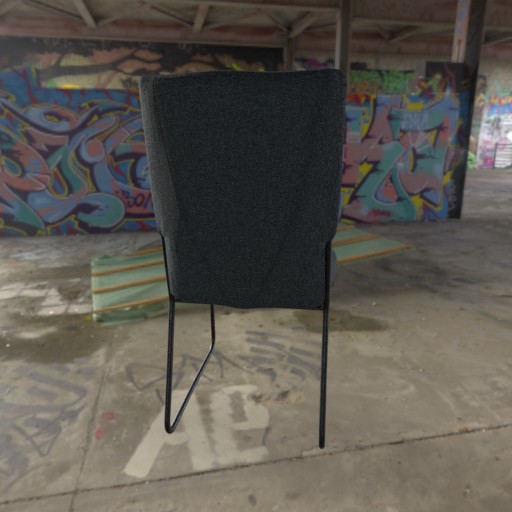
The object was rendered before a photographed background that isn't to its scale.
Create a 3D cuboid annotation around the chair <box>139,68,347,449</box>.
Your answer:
[{"bbox_3d":[0.000,0.000,1.284,0.480,0.931,0.635,2,15,8],"label":"chair"}]
